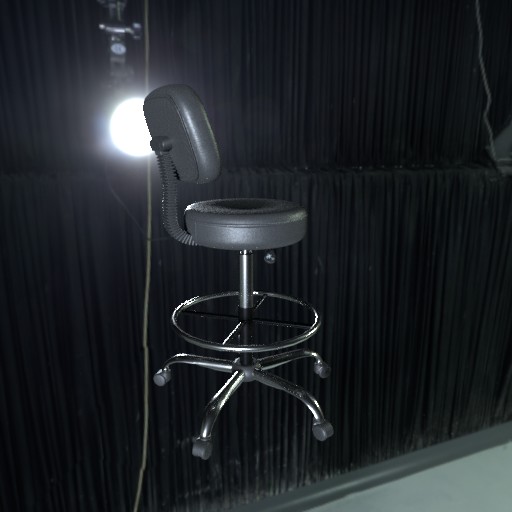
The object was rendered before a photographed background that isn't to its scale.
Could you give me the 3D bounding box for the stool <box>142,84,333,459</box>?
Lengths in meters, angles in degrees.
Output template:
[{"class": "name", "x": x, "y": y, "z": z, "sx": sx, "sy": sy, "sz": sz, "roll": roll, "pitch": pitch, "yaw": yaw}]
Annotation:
[{"class": "stool", "x": 0.000, "y": 0.000, "z": 1.519, "sx": 0.658, "sy": 1.069, "sz": 0.694, "roll": -7, "pitch": 16, "yaw": -26}]
